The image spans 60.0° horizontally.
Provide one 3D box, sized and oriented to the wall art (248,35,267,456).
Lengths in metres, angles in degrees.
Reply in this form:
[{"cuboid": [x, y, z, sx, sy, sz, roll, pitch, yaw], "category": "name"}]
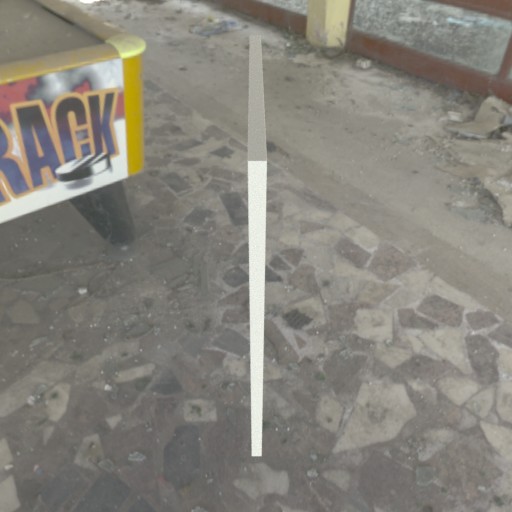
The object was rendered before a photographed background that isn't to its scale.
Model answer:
[{"cuboid": [0.000, 0.000, 0.554, 0.013, 0.433, 0.303, 0, 41, 0], "category": "wall art"}]
